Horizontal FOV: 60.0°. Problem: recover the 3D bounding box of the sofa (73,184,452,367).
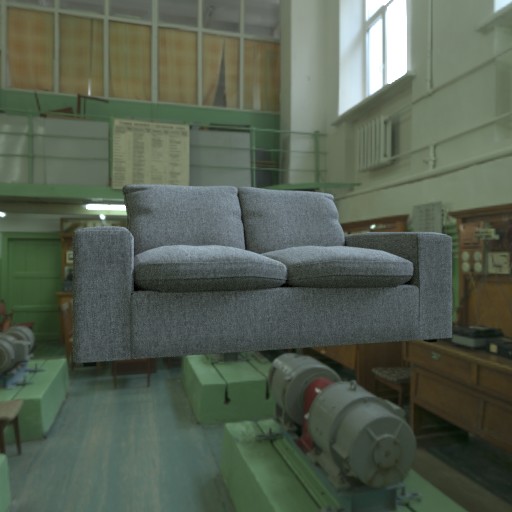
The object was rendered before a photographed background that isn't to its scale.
[{"bbox_3d":[0.000,0.000,2.400,1.758,0.877,1.094,0,0,-17],"label":"sofa"}]
